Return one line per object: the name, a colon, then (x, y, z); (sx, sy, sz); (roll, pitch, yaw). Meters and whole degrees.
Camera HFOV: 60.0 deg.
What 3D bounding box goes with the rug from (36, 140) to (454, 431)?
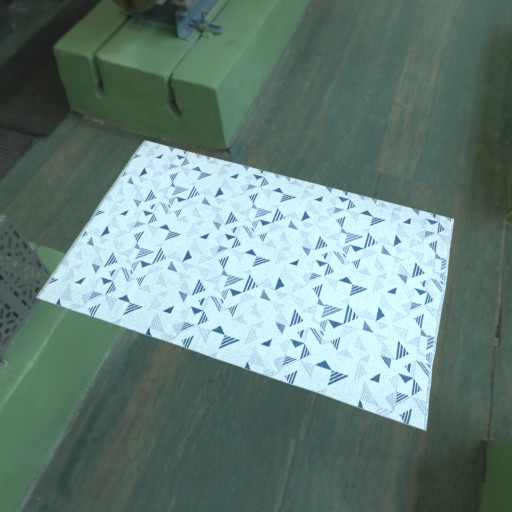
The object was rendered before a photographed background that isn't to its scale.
rug: (0.000, 0.000, 2.977); (2.457, 0.009, 1.512); (16, 59, 10)
